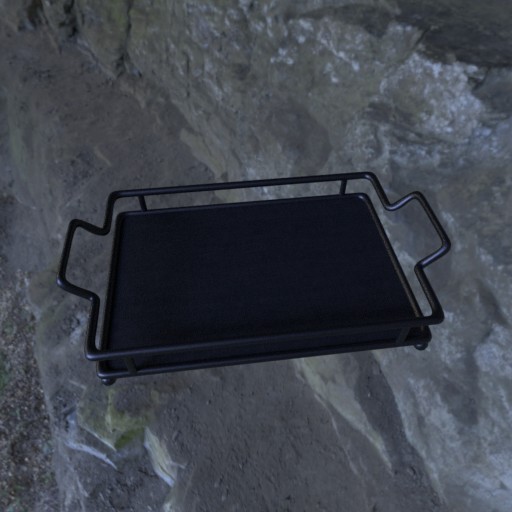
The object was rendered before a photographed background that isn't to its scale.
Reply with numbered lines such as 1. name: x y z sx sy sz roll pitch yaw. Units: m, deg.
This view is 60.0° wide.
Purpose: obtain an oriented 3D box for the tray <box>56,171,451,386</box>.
1. tray: 0.000 0.000 0.617 0.495 0.101 0.297 -5 48 -5
